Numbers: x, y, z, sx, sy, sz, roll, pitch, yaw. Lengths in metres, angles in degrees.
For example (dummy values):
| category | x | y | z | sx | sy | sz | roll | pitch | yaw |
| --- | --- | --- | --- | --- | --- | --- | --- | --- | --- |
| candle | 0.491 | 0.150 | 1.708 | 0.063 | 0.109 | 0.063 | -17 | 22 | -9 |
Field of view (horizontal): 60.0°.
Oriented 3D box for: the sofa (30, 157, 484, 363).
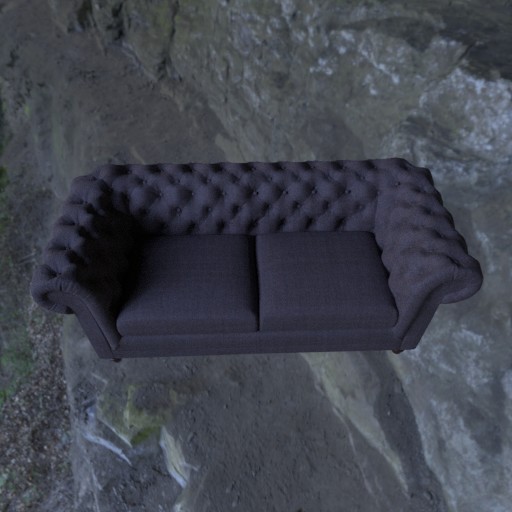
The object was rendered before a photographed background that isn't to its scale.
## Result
| category | x | y | z | sx | sy | sz | roll | pitch | yaw |
| --- | --- | --- | --- | --- | --- | --- | --- | --- | --- |
| sofa | 0.000 | 0.000 | 2.488 | 2.048 | 0.780 | 0.944 | -1 | 47 | -1 |
